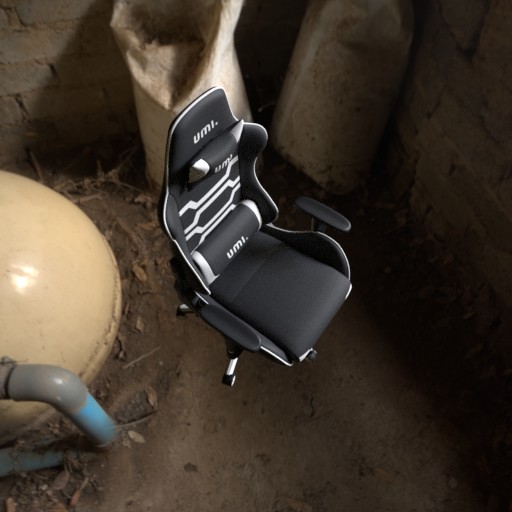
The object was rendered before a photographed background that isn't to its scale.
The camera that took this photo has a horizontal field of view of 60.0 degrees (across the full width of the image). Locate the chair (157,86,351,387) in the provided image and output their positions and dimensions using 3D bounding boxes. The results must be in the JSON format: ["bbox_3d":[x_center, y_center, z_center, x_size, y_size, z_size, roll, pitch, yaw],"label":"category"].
[{"bbox_3d":[0.000,0.000,1.683,0.700,1.240,0.700,32,64,18],"label":"chair"}]
